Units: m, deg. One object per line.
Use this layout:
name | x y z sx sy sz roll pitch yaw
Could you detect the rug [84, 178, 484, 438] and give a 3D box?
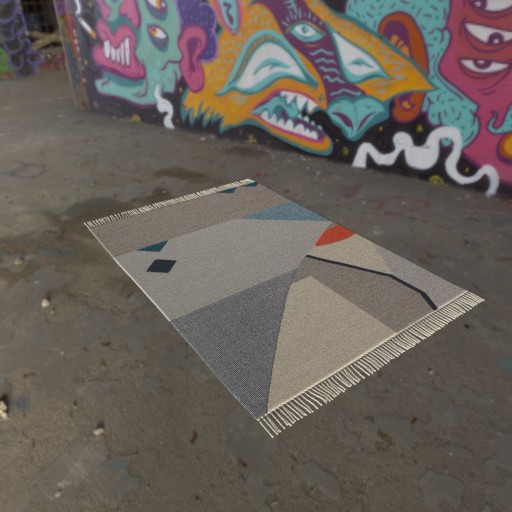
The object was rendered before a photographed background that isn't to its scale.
rug | 0.000 0.000 2.315 1.220 0.005 1.828 -21 37 -30
